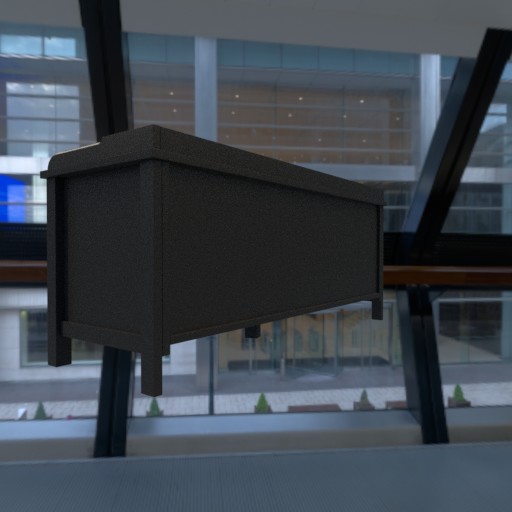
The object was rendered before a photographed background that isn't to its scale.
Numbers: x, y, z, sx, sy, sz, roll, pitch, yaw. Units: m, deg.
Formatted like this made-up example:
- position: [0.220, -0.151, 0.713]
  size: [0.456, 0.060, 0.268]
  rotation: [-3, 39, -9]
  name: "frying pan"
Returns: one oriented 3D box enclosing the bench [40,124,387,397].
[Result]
- position: [0.000, 0.000, 1.368]
  size: [0.398, 0.501, 1.140]
  rotation: [1, 1, 37]
  name: "bench"
